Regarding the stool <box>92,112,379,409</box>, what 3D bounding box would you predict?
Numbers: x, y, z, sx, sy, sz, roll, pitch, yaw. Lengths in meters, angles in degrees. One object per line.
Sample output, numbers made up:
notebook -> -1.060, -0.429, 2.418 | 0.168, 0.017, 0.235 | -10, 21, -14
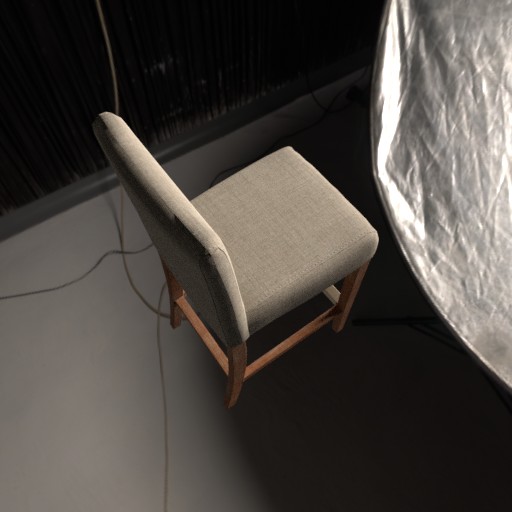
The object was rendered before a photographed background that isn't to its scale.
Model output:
stool -> 0.000, 0.000, 1.332 | 0.567, 1.039, 0.454 | -32, 63, -18
